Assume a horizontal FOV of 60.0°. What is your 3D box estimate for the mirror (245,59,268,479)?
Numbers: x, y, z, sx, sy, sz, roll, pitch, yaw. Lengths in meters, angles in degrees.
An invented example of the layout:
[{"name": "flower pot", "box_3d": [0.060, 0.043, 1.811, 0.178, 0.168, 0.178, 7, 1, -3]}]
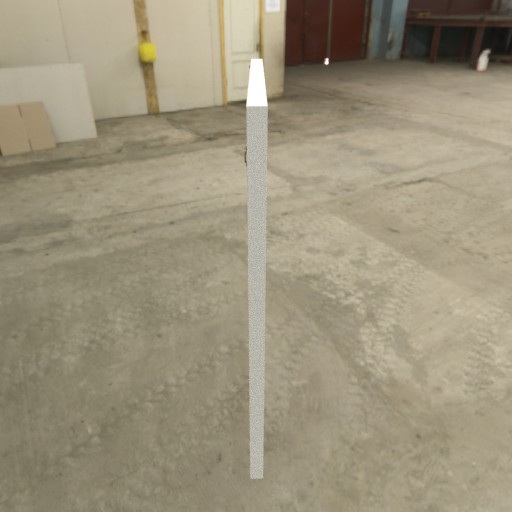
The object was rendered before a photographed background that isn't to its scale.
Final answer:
[{"name": "mirror", "box_3d": [0.000, 0.000, 1.334, 0.041, 1.016, 0.762, 0, 29, 0]}]
